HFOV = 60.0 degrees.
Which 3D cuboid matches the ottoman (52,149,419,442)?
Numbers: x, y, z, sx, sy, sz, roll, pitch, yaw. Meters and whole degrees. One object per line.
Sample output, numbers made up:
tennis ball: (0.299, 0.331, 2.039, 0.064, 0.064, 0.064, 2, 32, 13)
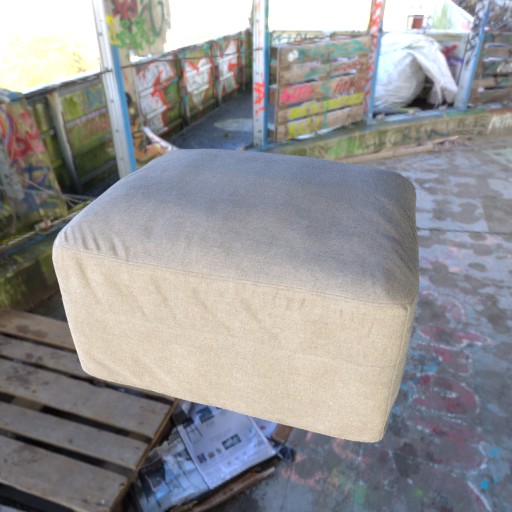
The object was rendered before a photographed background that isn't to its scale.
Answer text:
ottoman: (0.000, 0.000, 1.228, 0.837, 0.481, 0.683, 9, 33, 14)
